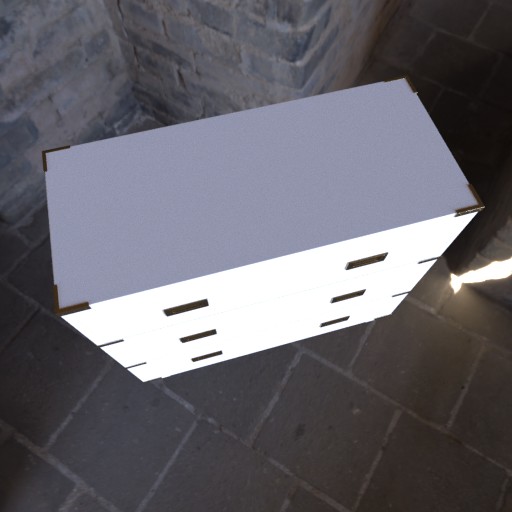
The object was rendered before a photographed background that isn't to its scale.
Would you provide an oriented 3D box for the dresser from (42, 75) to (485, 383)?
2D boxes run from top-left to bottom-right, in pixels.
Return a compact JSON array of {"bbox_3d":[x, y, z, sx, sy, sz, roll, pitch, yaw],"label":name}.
[{"bbox_3d":[0.000,0.000,1.509,1.022,0.891,0.460,-14,65,-7],"label":"dresser"}]
